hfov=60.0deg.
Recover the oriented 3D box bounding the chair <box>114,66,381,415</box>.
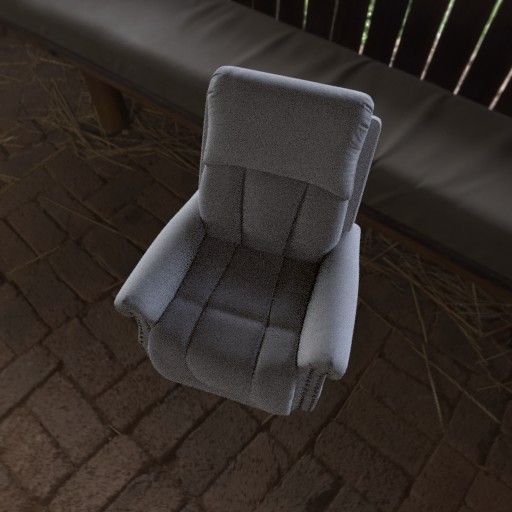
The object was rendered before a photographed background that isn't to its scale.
[{"bbox_3d":[0.000,0.000,1.768,0.871,1.031,0.979,15,59,9],"label":"chair"}]
